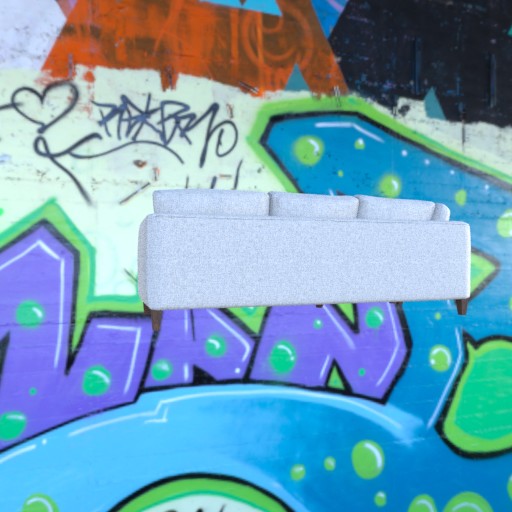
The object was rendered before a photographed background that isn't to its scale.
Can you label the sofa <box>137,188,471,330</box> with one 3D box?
[{"bbox_3d":[0.000,0.000,4.812,2.593,0.959,3.460,0,0,-18],"label":"sofa"}]
